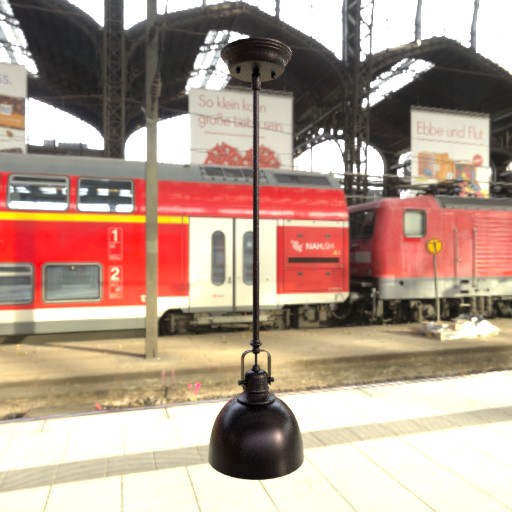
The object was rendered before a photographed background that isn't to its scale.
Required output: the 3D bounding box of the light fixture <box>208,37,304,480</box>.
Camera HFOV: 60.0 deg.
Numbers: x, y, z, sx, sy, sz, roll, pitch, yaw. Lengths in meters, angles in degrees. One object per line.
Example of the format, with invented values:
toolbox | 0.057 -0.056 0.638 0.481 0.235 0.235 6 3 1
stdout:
light fixture | 0.000 0.000 0.846 0.182 0.768 0.182 0 0 -19
